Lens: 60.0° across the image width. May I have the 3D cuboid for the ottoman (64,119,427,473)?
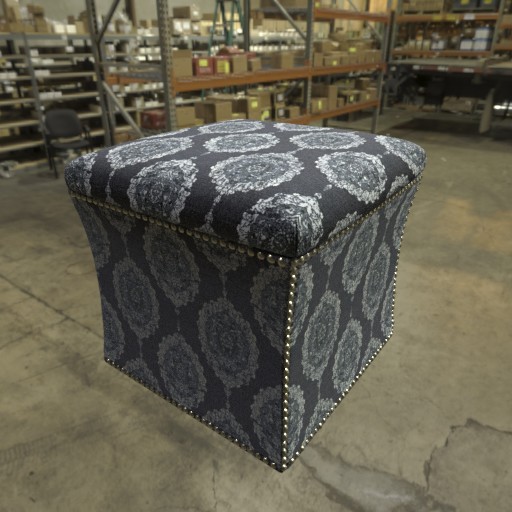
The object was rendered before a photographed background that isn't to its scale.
[{"bbox_3d":[0.000,0.000,0.901,0.497,0.475,0.507,18,32,32],"label":"ottoman"}]
